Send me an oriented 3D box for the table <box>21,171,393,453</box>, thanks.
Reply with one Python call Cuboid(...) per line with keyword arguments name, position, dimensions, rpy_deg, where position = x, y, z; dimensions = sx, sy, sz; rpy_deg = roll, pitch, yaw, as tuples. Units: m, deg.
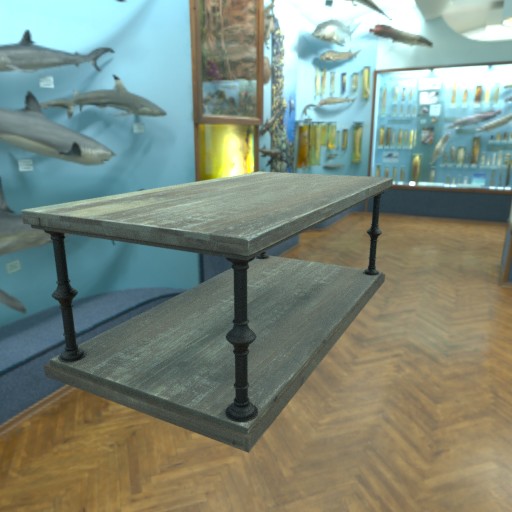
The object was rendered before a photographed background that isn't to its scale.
Cuboid(name="table", position=(0.000, 0.000, 1.336), dimensions=(0.554, 0.399, 1.088), rpy_deg=(8, 18, 27))
